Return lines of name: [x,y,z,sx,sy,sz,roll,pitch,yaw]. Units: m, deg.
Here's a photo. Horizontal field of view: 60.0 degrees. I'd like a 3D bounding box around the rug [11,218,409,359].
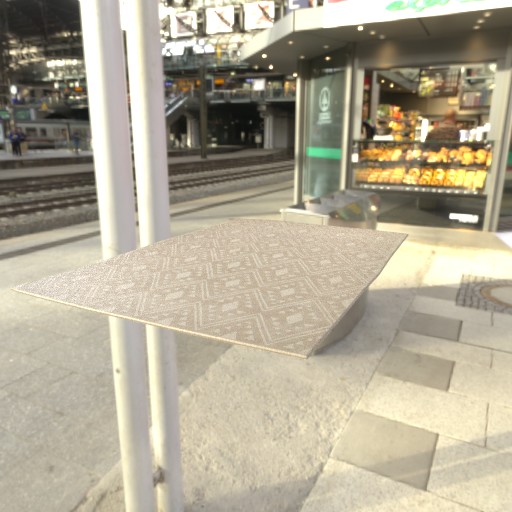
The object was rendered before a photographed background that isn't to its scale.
rug: [0.000,0.000,2.267,1.252,0.034,1.829,7,17,26]
